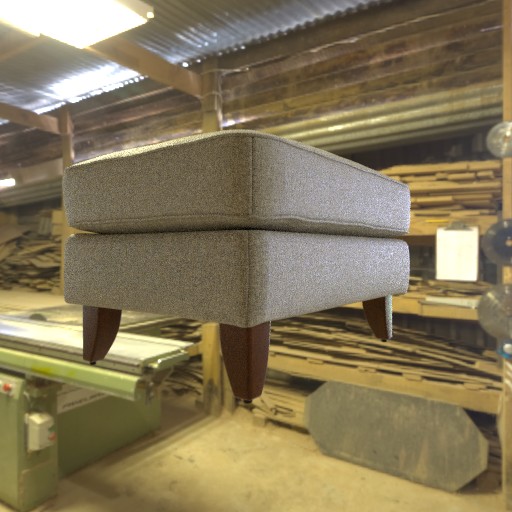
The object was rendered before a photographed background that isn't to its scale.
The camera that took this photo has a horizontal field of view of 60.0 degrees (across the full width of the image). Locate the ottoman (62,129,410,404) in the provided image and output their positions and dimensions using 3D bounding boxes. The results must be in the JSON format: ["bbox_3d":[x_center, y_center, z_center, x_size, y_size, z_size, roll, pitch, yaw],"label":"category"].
[{"bbox_3d":[0.000,0.000,1.298,0.661,0.561,0.889,0,1,37],"label":"ottoman"}]
